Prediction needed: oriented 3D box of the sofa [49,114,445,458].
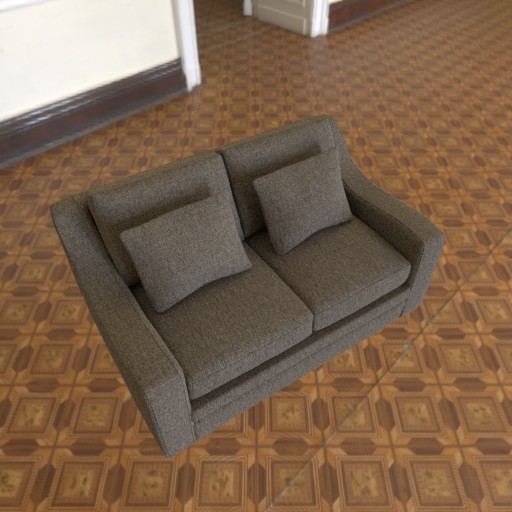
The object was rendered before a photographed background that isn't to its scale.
[{"bbox_3d":[0.000,0.000,2.426,1.778,0.991,1.120,-24,50,-22],"label":"sofa"}]
